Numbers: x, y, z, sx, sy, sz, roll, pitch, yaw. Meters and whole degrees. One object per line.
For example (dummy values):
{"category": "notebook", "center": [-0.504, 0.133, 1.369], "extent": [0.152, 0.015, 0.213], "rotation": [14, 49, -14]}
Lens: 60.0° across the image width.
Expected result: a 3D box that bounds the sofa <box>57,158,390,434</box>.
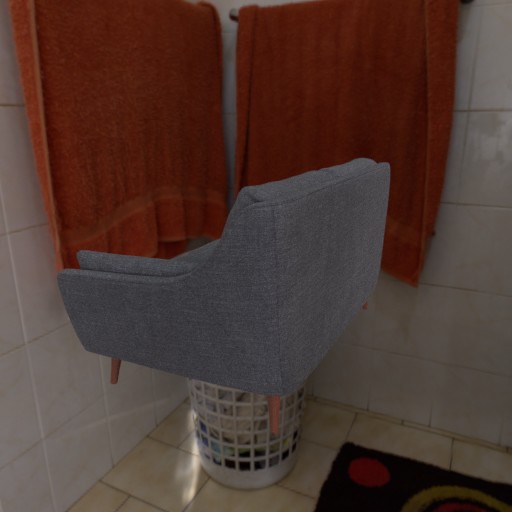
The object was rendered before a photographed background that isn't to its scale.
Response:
{"category": "sofa", "center": [0.000, 0.000, 2.197], "extent": [0.976, 0.887, 1.646], "rotation": [9, 19, 27]}
